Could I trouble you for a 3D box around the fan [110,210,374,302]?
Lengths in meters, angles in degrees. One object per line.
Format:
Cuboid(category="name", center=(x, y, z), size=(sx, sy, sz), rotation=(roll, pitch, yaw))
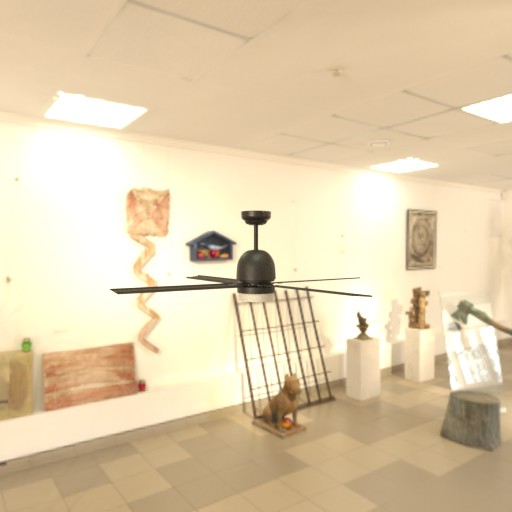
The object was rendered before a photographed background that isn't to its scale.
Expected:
Cuboid(category="fan", center=(0.000, 0.000, 2.058), size=(1.319, 0.410, 1.319), rotation=(-1, 1, -36))
